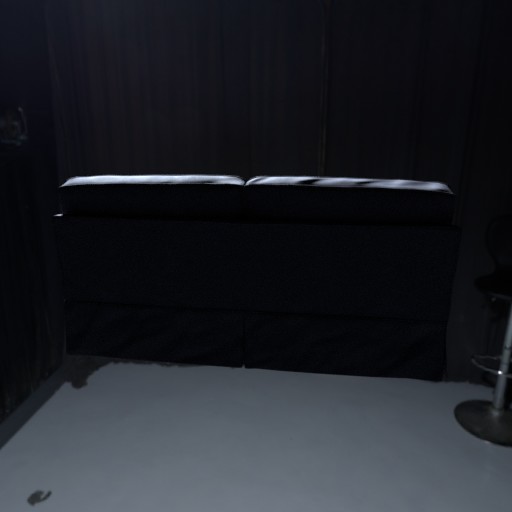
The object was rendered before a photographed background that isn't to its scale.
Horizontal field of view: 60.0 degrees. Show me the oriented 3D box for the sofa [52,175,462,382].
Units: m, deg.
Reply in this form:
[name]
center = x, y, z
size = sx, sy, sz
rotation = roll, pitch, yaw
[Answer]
[sofa]
center = 0.000, 0.000, 2.880
size = 2.256, 1.094, 0.983
rotation = 2, 16, 8
